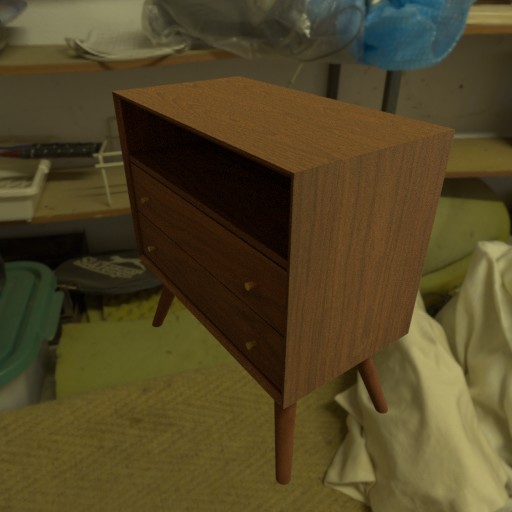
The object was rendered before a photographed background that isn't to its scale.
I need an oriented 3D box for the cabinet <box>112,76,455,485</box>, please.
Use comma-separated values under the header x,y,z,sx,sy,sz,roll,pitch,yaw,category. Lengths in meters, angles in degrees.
x,y,z,sx,sy,sz,roll,pitch,yaw,category
0.000,0.000,1.150,0.388,0.748,0.712,-20,37,-30,cabinet
